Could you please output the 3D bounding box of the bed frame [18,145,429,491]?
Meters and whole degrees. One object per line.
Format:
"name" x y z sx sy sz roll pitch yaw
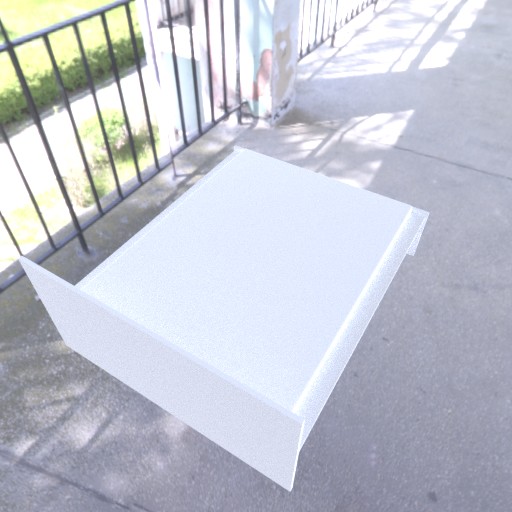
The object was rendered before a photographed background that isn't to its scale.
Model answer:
"bed frame" 0.000 0.000 2.813 1.622 0.800 1.960 24 51 22
